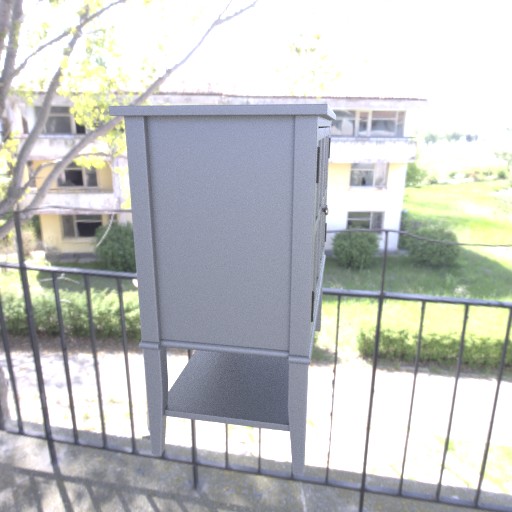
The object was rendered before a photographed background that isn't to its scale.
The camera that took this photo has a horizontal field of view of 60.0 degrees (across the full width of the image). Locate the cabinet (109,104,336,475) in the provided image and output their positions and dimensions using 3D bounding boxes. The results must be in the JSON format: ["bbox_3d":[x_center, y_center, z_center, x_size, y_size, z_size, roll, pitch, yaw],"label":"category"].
[{"bbox_3d":[0.000,0.000,1.260,0.396,0.780,0.801,3,17,10],"label":"cabinet"}]
